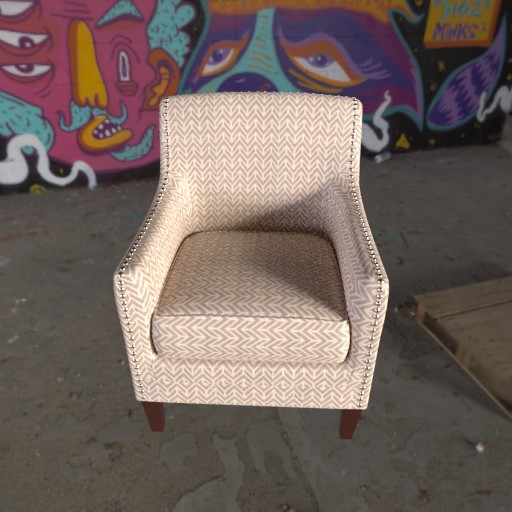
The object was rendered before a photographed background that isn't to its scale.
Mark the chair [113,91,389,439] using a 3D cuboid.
[{"bbox_3d":[0.000,0.000,1.308,0.623,0.816,0.651,1,31,2],"label":"chair"}]
